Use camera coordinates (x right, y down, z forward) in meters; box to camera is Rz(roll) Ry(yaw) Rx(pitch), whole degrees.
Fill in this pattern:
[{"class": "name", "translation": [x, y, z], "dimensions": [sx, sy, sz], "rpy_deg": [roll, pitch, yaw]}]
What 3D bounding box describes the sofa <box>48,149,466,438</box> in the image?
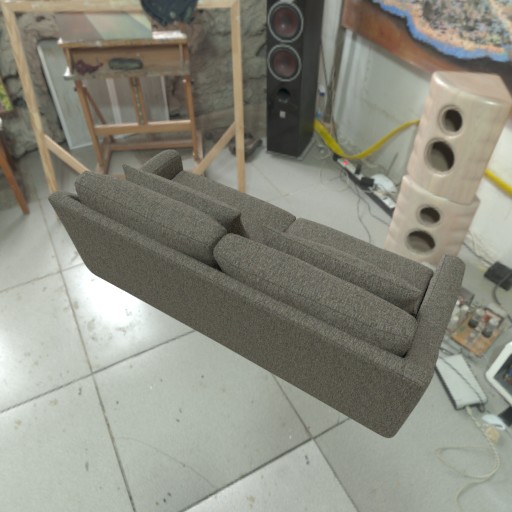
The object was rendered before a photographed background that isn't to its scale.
[{"class": "sofa", "translation": [0.000, 0.000, 2.869], "dimensions": [2.418, 0.998, 1.103], "rpy_deg": [24, 50, 22]}]
